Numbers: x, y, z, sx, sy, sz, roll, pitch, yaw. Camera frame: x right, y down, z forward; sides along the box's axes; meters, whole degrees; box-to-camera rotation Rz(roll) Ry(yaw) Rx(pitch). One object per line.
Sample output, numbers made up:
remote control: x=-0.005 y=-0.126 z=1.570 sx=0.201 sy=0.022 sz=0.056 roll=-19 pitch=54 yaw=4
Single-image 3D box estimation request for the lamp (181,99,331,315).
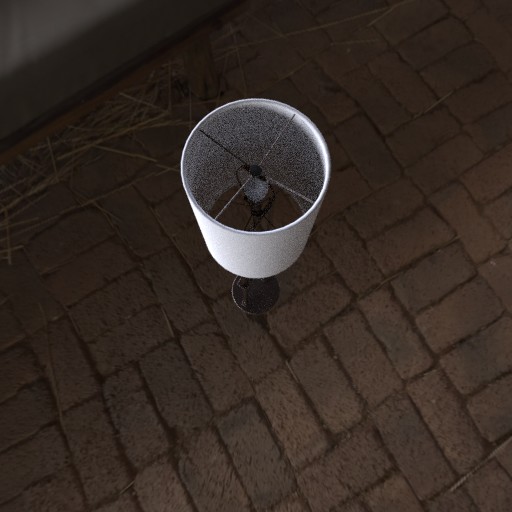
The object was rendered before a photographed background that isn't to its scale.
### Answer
lamp: x=0.000 y=0.000 z=1.629 sx=0.305 sy=1.500 sz=0.306 roll=34 pitch=78 yaw=8
